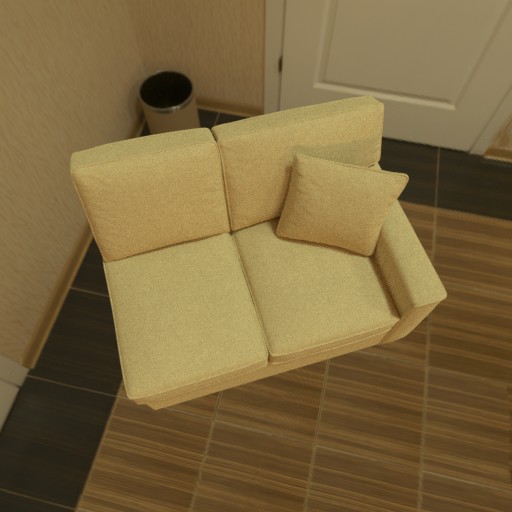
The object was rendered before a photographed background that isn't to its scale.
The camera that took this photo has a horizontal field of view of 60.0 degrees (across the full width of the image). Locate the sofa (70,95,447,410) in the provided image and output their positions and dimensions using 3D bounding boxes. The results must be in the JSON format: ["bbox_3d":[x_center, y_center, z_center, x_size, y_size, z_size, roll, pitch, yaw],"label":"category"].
[{"bbox_3d":[0.000,0.000,2.081,1.388,0.989,0.991,-14,64,-7],"label":"sofa"}]
